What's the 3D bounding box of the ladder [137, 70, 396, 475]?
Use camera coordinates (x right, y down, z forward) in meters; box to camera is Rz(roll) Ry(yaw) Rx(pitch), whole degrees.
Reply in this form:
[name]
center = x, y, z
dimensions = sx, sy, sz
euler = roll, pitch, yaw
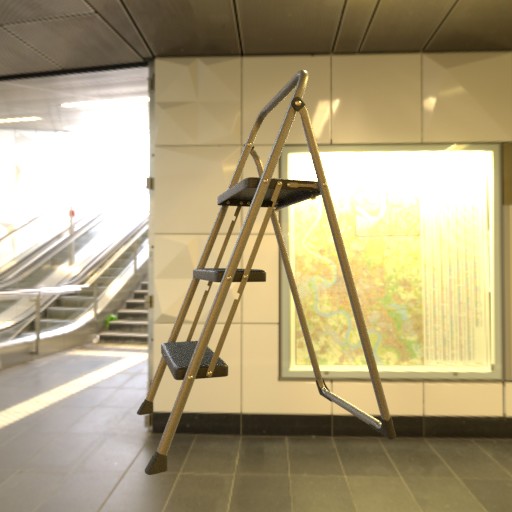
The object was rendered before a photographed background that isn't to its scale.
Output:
[ladder]
center = 0.000, 0.000, 1.249
dimensions = 0.629, 0.945, 0.430
euler = 0, -1, -17
